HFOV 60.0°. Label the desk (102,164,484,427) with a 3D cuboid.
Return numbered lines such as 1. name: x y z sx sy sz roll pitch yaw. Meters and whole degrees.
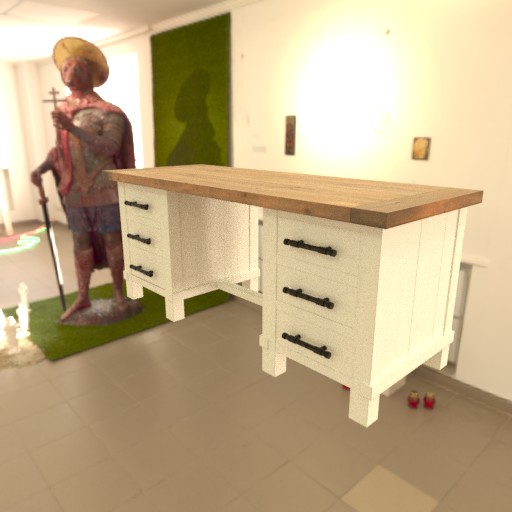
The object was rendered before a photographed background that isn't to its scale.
1. desk: 0.000 0.000 2.201 0.688 0.760 1.803 -14 21 -41
